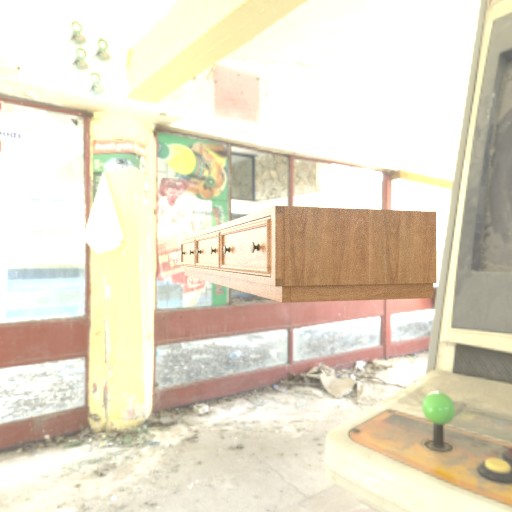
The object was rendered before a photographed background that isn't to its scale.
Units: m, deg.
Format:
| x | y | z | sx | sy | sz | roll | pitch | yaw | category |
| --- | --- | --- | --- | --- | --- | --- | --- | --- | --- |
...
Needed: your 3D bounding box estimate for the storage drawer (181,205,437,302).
| x | y | z | sx | sy | sz | roll | pitch | yaw | category |
| --- | --- | --- | --- | --- | --- | --- | --- | --- | --- |
| 0.000 | 0.000 | 2.238 | 0.538 | 0.264 | 2.032 | 0 | 0 | -17 | storage drawer |
